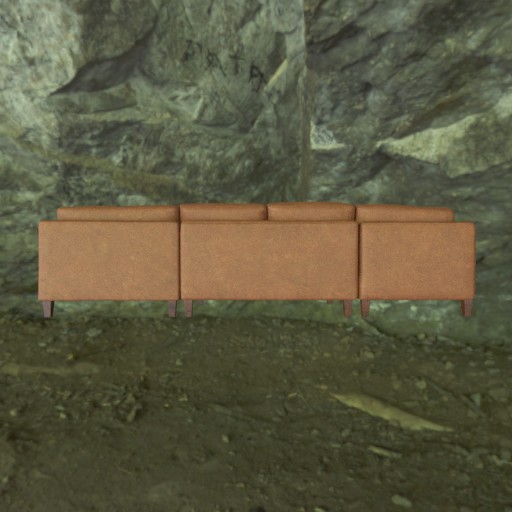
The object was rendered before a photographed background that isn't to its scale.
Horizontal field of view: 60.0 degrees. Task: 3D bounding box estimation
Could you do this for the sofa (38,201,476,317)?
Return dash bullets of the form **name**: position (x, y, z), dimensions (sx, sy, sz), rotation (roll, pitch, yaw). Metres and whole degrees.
- **sofa**: position (0.000, 0.000, 4.717), dimensions (3.460, 0.923, 2.593), rotation (0, 1, -1)
